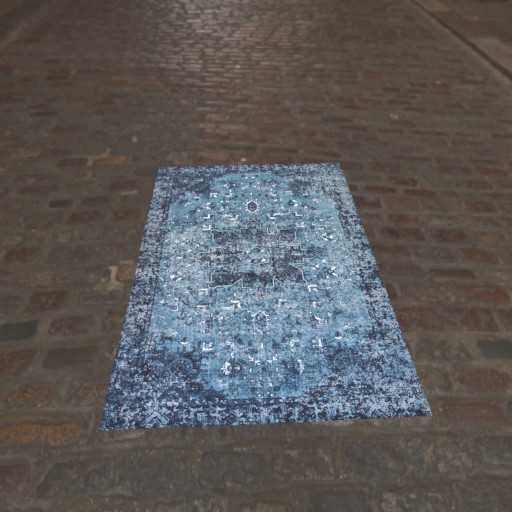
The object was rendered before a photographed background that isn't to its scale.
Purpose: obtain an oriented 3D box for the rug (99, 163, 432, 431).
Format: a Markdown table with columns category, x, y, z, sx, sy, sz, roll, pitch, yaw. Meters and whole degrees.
| category | x | y | z | sx | sy | sz | roll | pitch | yaw |
| --- | --- | --- | --- | --- | --- | --- | --- | --- | --- |
| rug | 0.000 | 0.000 | 2.292 | 1.219 | 0.005 | 1.828 | -2 | 42 | -2 |
